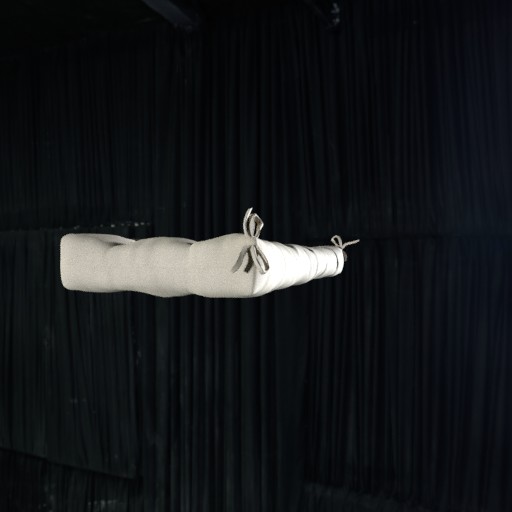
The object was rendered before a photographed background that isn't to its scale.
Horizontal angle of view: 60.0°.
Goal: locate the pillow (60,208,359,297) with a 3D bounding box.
[{"bbox_3d":[0.000,0.000,1.359,0.511,0.174,1.194,0,0,19],"label":"pillow"}]
